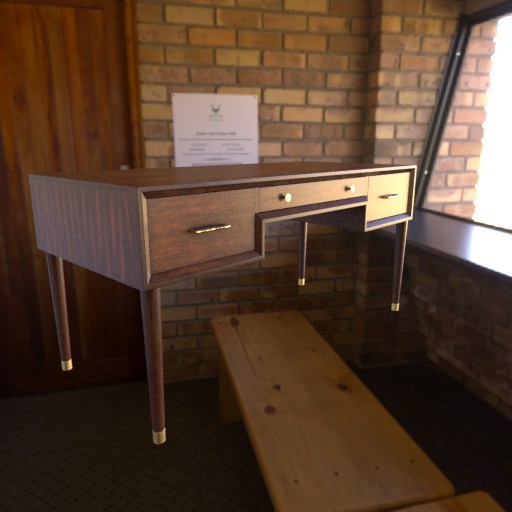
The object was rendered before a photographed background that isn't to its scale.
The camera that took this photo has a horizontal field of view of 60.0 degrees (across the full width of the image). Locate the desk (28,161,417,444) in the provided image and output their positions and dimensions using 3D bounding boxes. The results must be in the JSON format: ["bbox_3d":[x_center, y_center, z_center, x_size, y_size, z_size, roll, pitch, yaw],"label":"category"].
[{"bbox_3d":[0.000,0.000,1.971,0.724,0.762,1.575,13,19,42],"label":"desk"}]
